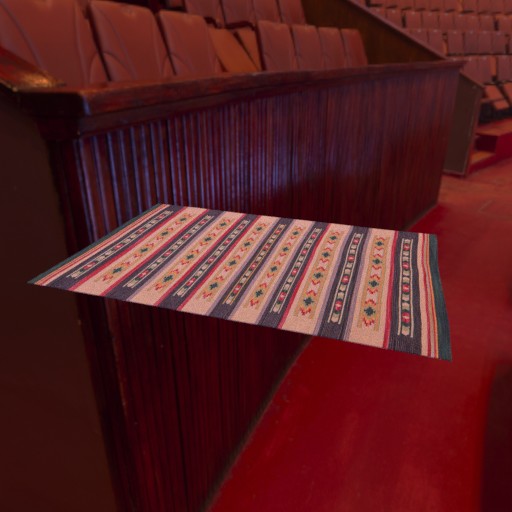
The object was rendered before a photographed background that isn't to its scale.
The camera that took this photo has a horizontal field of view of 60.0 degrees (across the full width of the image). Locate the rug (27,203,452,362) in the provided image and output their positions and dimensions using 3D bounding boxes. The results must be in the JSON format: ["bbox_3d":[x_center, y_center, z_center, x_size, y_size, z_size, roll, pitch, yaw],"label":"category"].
[{"bbox_3d":[0.000,0.000,2.913,2.311,0.010,1.522,8,26,16],"label":"rug"}]
